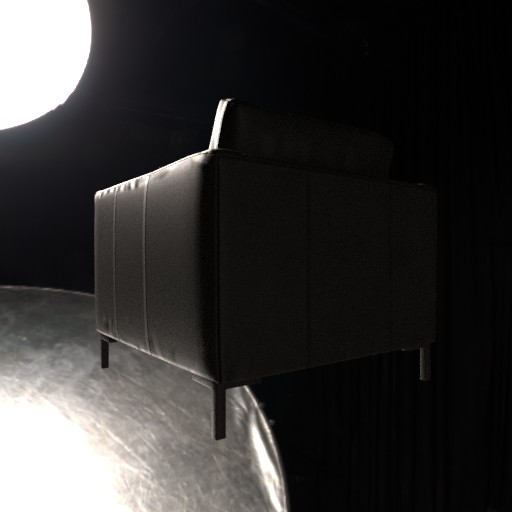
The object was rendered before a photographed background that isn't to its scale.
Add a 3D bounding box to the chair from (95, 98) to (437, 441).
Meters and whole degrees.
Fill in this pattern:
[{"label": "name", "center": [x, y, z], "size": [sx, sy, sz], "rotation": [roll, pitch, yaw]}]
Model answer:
[{"label": "chair", "center": [0.000, 0.000, 1.496], "size": [0.967, 0.824, 0.861], "rotation": [0, 0, -37]}]
